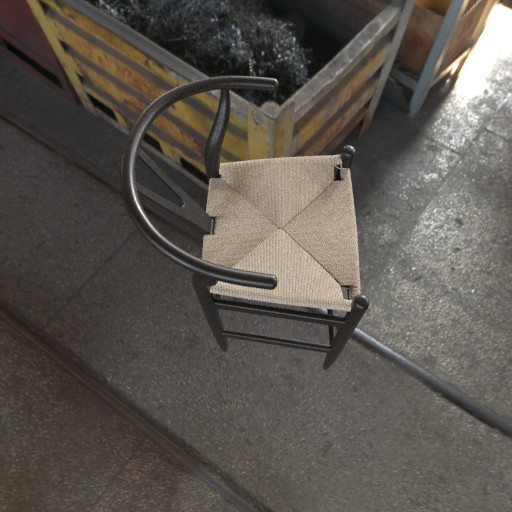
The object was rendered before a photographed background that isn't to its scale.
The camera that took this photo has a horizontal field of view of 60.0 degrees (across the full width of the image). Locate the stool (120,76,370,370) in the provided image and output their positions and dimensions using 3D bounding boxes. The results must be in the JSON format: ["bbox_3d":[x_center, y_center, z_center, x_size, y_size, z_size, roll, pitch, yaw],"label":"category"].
[{"bbox_3d":[0.000,0.000,1.378,0.579,0.970,0.569,1,64,1],"label":"stool"}]
